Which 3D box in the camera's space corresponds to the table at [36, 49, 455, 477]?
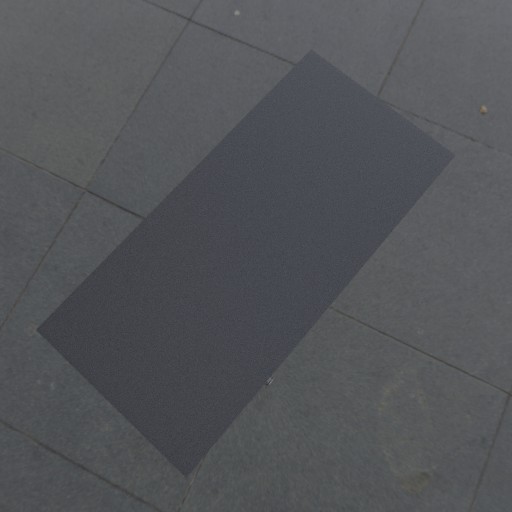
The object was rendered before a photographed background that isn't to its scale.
[{"bbox_3d":[0.000,0.000,1.377,0.550,0.400,1.100,40,80,9],"label":"table"}]
